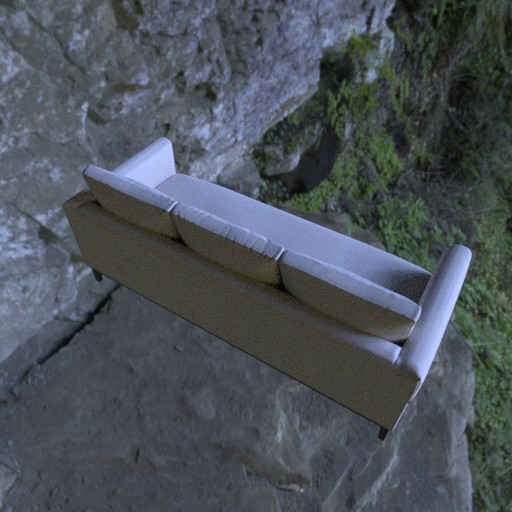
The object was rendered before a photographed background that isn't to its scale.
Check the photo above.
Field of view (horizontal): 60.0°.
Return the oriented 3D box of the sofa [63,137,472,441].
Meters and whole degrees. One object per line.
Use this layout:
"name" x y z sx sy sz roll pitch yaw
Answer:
"sofa" 0.000 0.000 2.658 2.198 0.911 0.902 24 50 22
